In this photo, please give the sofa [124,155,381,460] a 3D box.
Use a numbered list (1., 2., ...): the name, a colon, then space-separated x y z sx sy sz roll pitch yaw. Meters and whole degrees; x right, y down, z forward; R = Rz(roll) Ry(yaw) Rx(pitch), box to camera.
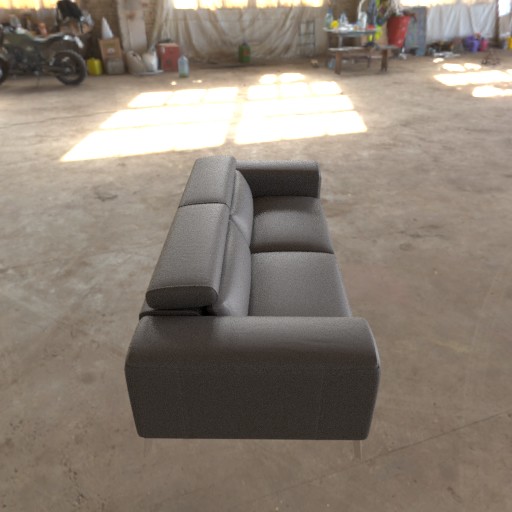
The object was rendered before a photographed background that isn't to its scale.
1. sofa: 0.000 0.000 2.772 1.023 0.759 2.321 0 32 1
